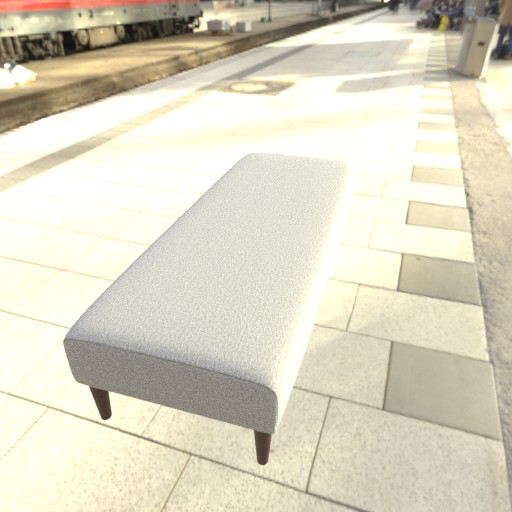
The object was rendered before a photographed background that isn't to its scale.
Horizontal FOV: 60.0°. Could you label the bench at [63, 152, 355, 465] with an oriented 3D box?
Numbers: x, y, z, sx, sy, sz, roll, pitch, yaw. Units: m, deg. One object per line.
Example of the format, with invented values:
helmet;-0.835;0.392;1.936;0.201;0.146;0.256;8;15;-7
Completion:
bench;0.000;0.000;1.825;0.631;0.383;1.598;9;32;15
